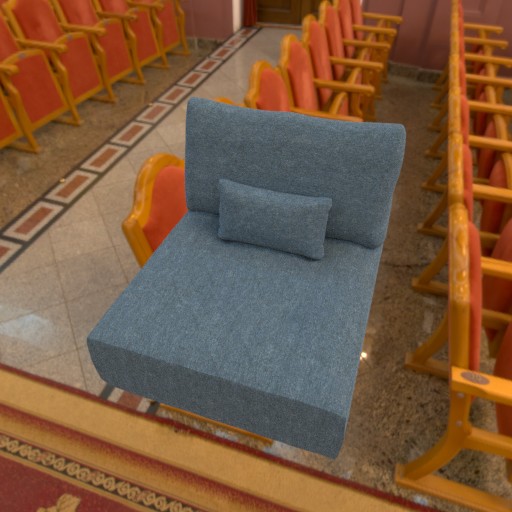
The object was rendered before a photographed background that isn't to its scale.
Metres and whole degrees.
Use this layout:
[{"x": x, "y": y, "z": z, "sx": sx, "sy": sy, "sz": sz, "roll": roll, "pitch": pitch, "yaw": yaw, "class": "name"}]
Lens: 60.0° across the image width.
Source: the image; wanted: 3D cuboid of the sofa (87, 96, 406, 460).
[{"x": 0.000, "y": 0.000, "z": 1.716, "sx": 0.930, "sy": 0.820, "sz": 1.000, "roll": 13, "pitch": 42, "yaw": 14, "class": "sofa"}]
